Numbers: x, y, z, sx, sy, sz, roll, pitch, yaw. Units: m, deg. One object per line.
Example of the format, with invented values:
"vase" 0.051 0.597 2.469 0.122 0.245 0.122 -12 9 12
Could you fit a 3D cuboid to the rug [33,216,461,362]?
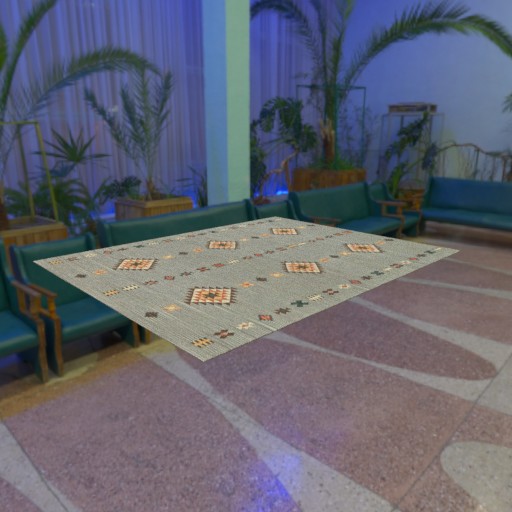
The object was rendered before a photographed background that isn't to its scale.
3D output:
"rug" 0.000 0.000 4.014 3.035 0.008 2.425 -15 21 -42
